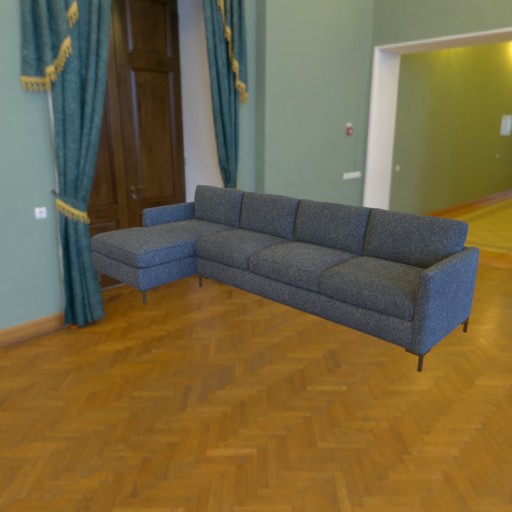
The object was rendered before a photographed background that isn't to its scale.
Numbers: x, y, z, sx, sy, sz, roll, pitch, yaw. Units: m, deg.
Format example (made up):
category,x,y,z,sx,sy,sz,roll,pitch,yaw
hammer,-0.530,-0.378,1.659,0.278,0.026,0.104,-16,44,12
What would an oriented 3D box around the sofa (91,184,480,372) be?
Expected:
category,x,y,z,sx,sy,sz,roll,pitch,yaw
sofa,0.000,0.000,3.502,2.932,0.810,1.350,15,22,42
